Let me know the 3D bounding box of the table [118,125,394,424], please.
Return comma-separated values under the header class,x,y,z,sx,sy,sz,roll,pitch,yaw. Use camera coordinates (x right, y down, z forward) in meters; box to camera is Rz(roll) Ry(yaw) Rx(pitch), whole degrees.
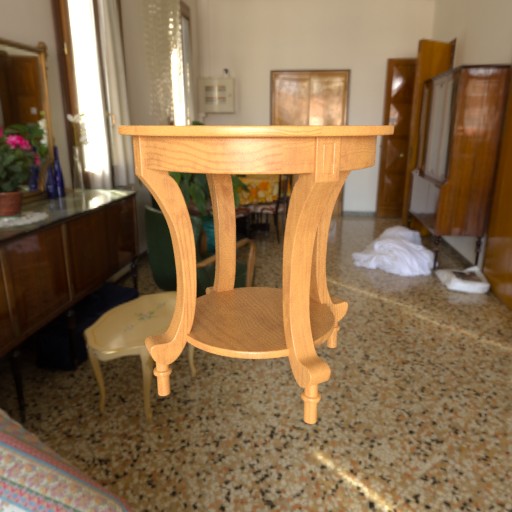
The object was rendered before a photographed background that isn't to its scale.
class,x,y,z,sx,sy,sz,roll,pitch,yaw
table,0.000,0.000,1.084,0.597,0.612,0.597,0,16,0
